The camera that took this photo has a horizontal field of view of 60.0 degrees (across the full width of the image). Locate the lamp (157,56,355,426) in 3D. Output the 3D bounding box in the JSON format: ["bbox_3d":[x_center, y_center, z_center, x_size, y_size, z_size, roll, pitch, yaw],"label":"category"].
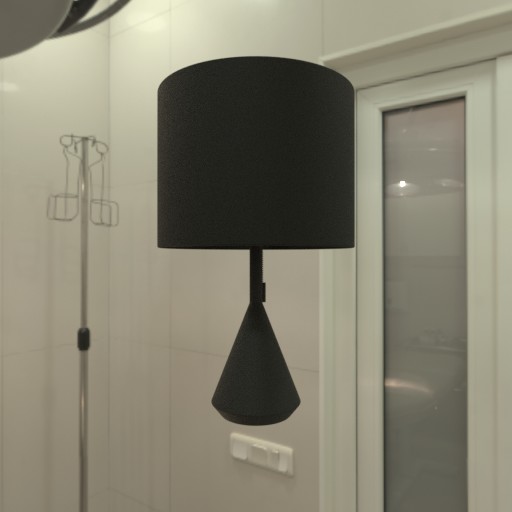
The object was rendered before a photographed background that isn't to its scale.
[{"bbox_3d":[0.000,0.000,0.825,0.359,0.584,0.359,0,0,35],"label":"lamp"}]
